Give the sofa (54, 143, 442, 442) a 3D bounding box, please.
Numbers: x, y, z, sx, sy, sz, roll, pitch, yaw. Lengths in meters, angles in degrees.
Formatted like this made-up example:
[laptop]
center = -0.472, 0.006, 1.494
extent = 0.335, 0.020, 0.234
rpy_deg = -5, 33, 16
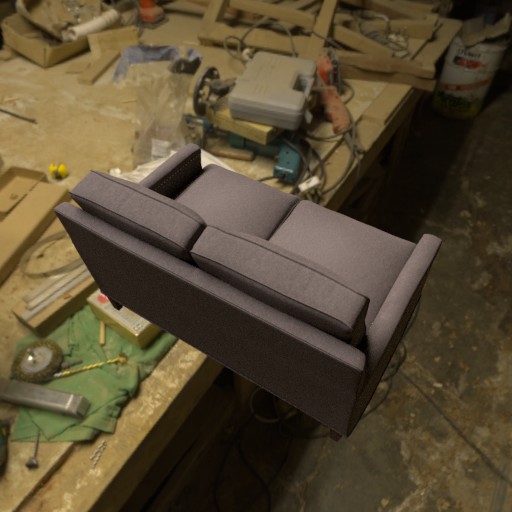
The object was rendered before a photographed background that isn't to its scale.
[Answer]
[sofa]
center = 0.000, 0.000, 2.279
extent = 1.597, 1.003, 1.084
rpy_deg = 25, 52, 22
